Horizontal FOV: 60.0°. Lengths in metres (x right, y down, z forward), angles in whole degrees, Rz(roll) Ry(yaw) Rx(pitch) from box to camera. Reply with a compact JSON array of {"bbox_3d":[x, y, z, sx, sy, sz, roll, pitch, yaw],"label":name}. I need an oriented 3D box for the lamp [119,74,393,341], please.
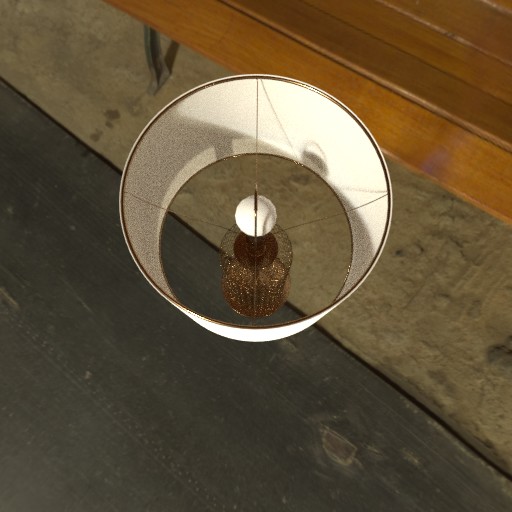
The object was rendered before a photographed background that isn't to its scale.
[{"bbox_3d":[0.000,0.000,0.643,0.252,0.483,0.252,1,76,0],"label":"lamp"}]
